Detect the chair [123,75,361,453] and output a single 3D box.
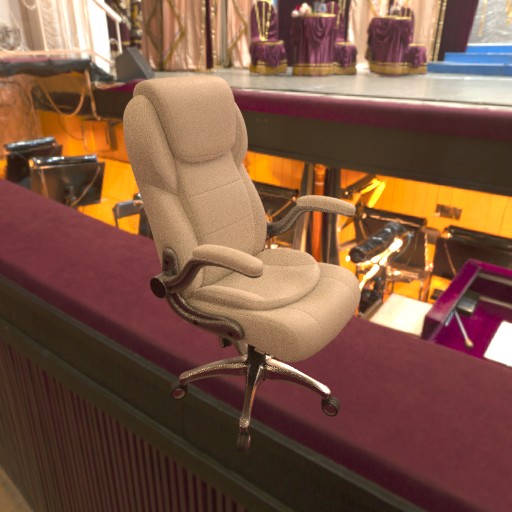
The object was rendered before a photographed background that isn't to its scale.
[{"bbox_3d":[0.000,0.000,1.796,0.806,1.330,0.755,17,30,32],"label":"chair"}]
